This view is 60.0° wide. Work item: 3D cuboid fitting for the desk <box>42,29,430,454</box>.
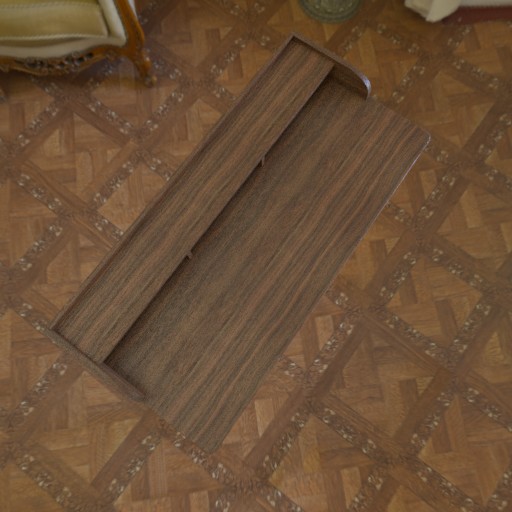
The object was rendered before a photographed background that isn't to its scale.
[{"bbox_3d":[0.000,0.000,1.688,0.565,0.854,1.200,35,78,8],"label":"desk"}]
